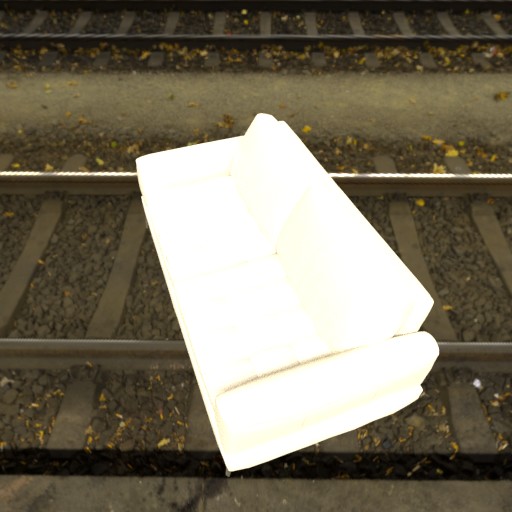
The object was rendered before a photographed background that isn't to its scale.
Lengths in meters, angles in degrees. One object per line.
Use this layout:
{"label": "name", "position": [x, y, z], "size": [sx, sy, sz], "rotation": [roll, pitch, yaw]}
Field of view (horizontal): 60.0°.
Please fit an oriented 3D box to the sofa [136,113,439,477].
{"label": "sofa", "position": [0.000, 0.000, 2.717], "size": [1.121, 0.930, 2.177], "rotation": [-15, 48, -14]}
